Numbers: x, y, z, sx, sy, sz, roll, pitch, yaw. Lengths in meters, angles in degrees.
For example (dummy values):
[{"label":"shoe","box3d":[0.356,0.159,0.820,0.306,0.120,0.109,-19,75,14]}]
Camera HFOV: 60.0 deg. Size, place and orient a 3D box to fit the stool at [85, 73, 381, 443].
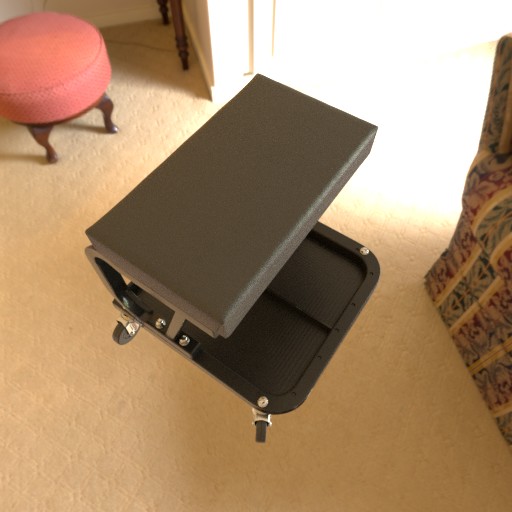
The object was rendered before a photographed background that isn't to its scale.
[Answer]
[{"label":"stool","box3d":[0.000,0.000,0.733,0.371,0.380,0.446,31,64,17]}]
